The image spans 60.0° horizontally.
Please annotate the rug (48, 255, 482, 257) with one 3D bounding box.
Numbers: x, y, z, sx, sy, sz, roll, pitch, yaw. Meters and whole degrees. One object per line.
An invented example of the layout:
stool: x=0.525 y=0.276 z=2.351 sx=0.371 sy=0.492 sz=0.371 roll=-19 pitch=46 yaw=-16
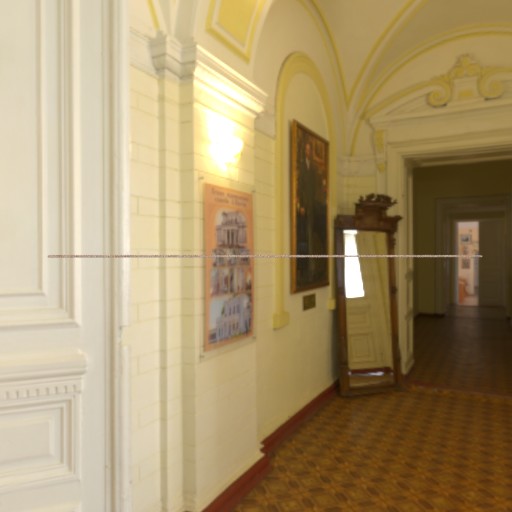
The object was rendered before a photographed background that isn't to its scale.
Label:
rug: x=0.000 y=0.000 z=3.079 sx=2.439 sy=0.011 sz=1.533 roll=0 pitch=0 yaw=-17
